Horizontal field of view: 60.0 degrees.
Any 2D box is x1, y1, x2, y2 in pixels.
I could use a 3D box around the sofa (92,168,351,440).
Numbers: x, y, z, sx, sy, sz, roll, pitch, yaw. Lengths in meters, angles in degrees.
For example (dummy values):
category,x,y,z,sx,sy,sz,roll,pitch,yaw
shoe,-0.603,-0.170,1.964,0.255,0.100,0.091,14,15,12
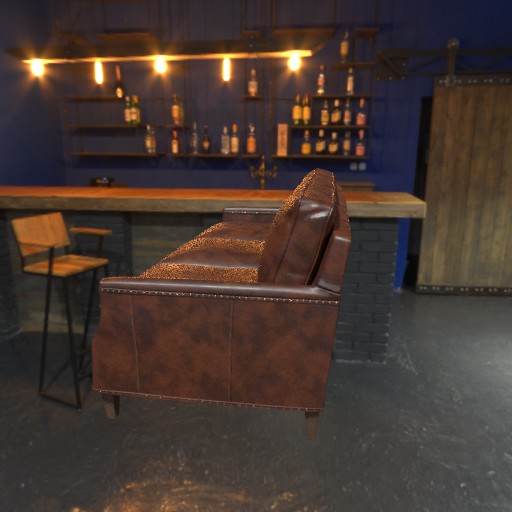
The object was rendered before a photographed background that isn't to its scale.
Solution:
category,x,y,z,sx,sy,sz,roll,pitch,yaw
sofa,0.000,0.000,2.799,1.084,1.003,2.240,2,14,9
